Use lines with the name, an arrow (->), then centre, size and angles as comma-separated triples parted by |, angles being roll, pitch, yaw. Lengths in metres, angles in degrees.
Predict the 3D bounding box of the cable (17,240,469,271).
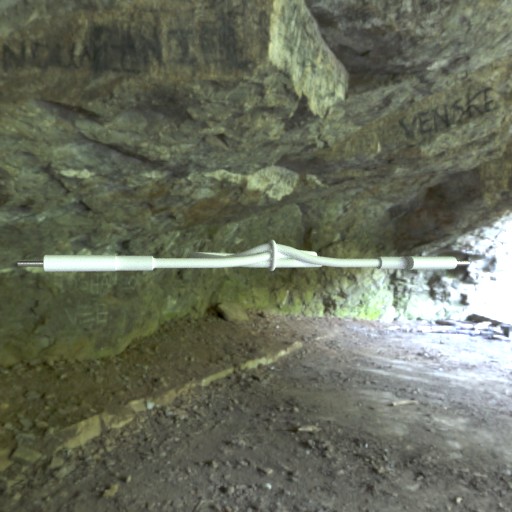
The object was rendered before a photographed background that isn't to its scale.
cable -> 0.000, 0.000, 0.223 | 0.203, 0.014, 0.070 | 0, -1, -18
